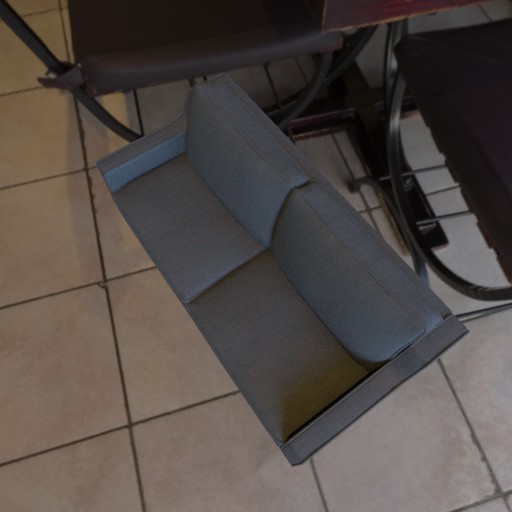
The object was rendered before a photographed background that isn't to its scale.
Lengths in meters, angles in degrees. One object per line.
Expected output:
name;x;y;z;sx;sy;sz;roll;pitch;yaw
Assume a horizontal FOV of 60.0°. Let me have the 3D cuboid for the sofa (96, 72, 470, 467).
sofa;0.000;0.000;2.750;1.066;1.071;2.178;-33;68;-15
